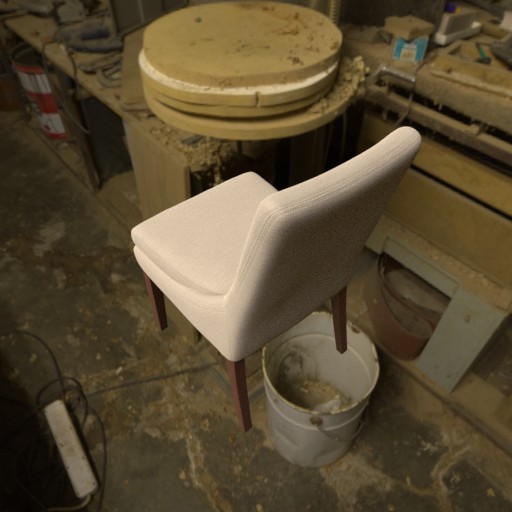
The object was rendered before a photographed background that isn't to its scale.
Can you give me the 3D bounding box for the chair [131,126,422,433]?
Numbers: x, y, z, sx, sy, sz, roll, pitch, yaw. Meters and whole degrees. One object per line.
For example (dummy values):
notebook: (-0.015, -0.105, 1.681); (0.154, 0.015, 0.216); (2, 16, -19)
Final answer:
chair: (0.000, 0.000, 1.309); (0.515, 0.940, 0.638); (-31, 53, -26)
